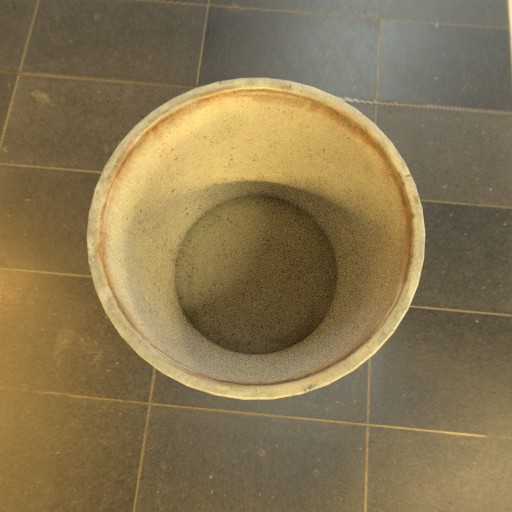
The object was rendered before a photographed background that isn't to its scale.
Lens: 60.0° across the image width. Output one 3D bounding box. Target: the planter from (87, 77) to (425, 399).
[{"bbox_3d":[0.000,0.000,0.313,0.186,0.144,0.186,0,75,0],"label":"planter"}]
